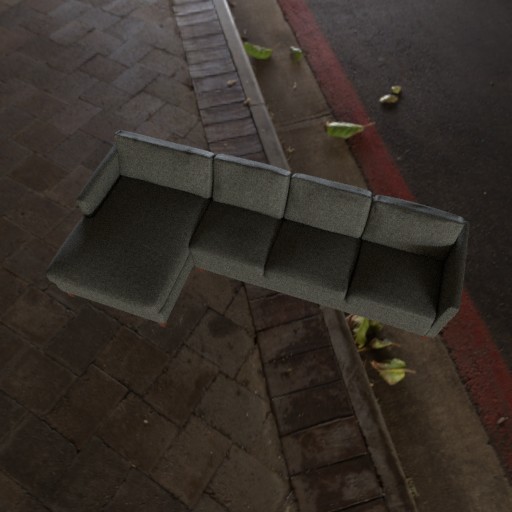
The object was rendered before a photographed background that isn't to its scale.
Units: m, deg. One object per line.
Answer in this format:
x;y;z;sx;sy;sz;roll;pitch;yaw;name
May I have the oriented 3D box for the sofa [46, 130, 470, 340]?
0.000;0.000;4.042;3.485;0.960;1.635;16;60;10;sofa
